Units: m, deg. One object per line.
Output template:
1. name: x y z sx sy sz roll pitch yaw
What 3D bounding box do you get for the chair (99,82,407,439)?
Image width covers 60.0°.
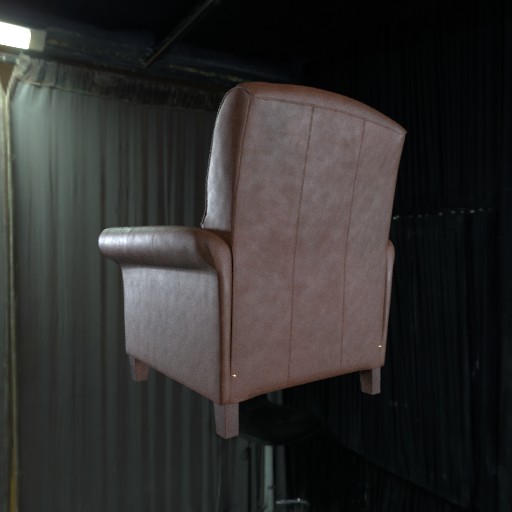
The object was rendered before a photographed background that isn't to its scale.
1. chair: 0.000 0.000 1.769 0.978 1.061 0.902 -1 1 -36
